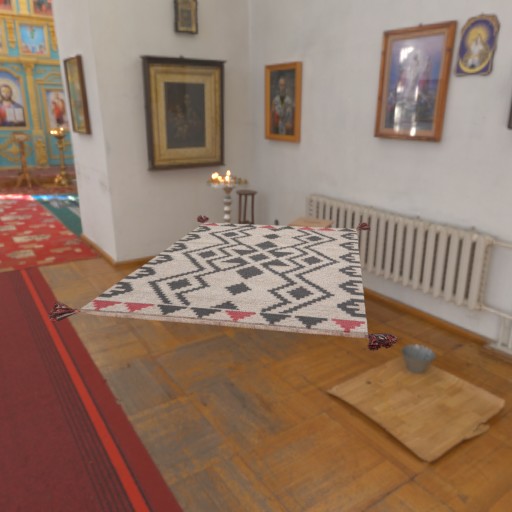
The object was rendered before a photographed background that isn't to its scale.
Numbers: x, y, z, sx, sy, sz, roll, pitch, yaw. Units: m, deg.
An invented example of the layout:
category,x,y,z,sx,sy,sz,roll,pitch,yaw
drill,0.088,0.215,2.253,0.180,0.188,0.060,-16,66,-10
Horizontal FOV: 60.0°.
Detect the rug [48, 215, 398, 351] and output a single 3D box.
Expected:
category,x,y,z,sx,sy,sz,roll,pitch,yaw
rug,0.000,0.000,2.665,1.444,0.067,2.069,3,17,11
